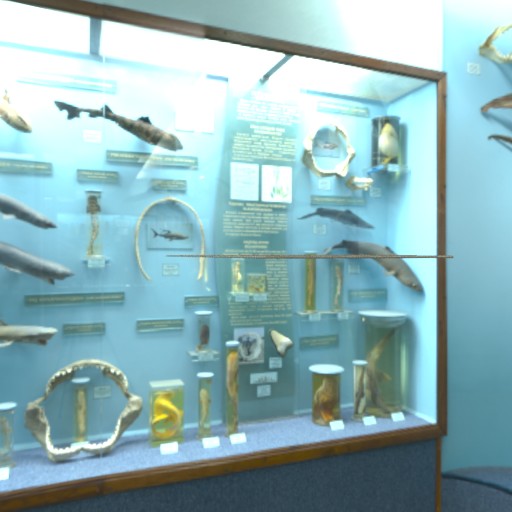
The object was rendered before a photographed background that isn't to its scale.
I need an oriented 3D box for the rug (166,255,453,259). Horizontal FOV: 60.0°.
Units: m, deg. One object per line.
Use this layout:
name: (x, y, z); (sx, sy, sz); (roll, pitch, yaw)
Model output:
rug: (0.000, 0.000, 2.699); (0.767, 0.012, 2.430); (0, 0, -19)
